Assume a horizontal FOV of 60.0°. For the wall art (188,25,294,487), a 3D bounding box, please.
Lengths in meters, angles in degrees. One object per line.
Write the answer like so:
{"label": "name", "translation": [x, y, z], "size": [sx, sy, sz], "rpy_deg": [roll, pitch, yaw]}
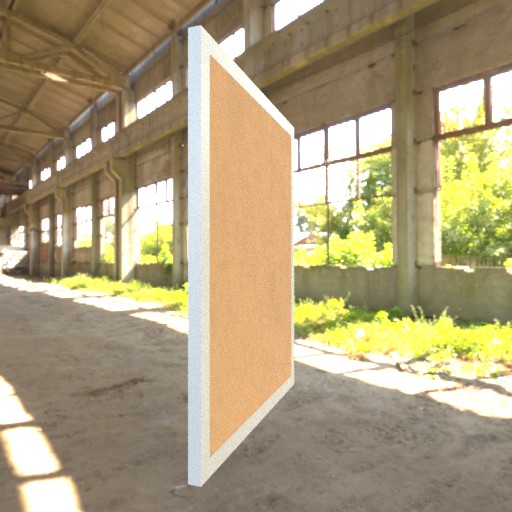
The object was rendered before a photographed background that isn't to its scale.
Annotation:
{"label": "wall art", "translation": [0.000, 0.000, 1.096], "size": [0.026, 0.811, 0.661], "rpy_deg": [0, 0, 19]}
